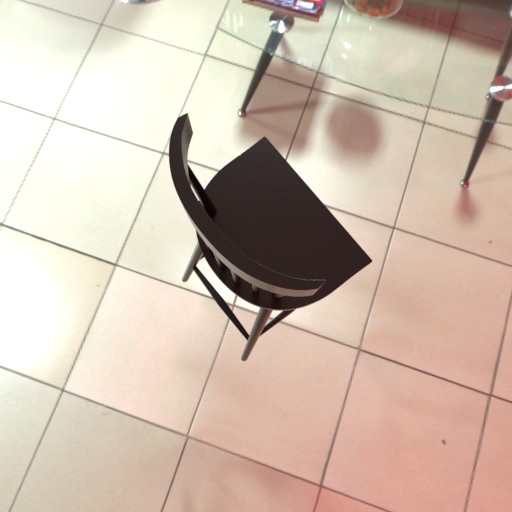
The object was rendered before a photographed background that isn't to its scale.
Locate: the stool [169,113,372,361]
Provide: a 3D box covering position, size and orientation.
[{"bbox_3d":[0.000,0.000,1.396,0.483,1.092,0.482,-37,79,-8],"label":"stool"}]
